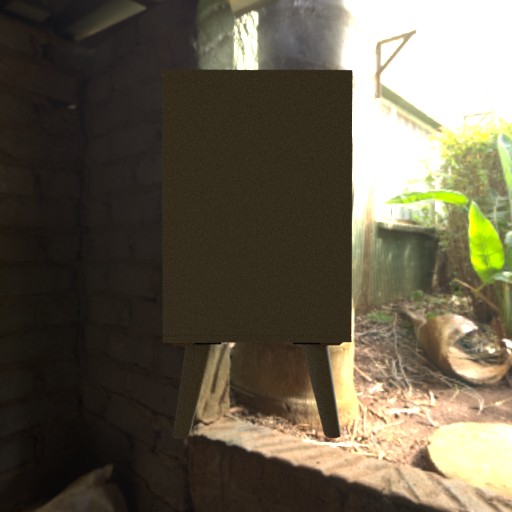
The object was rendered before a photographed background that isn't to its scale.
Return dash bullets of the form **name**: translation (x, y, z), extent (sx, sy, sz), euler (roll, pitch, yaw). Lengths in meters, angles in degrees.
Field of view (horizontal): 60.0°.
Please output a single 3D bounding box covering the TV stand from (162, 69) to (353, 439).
- **TV stand**: translation (0.000, 0.000, 1.544), extent (0.406, 0.812, 1.193), euler (0, 1, 0)
